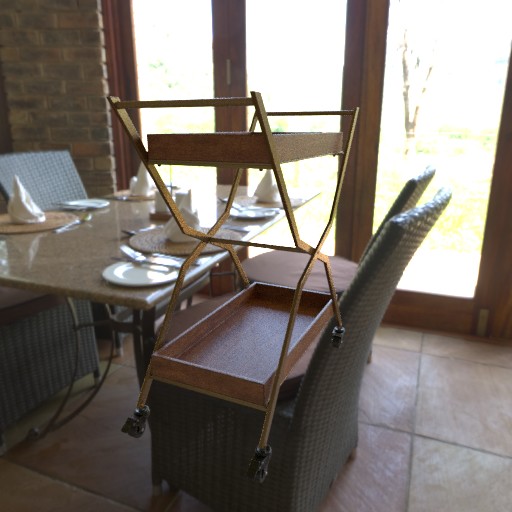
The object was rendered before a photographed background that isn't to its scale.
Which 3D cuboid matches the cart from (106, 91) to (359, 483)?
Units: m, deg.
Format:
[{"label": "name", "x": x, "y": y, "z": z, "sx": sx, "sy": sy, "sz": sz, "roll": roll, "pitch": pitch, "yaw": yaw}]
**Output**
[{"label": "cart", "x": 0.000, "y": 0.000, "z": 1.331, "sx": 0.405, "sy": 0.869, "sz": 0.836, "roll": 7, "pitch": 18, "yaw": 24}]
